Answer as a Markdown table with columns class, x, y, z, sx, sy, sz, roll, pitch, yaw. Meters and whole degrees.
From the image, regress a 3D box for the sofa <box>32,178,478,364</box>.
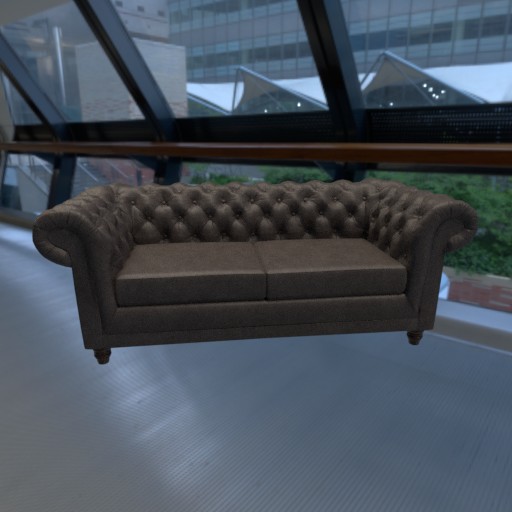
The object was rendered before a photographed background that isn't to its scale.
| class | x | y | z | sx | sy | sz | roll | pitch | yaw |
| --- | --- | --- | --- | --- | --- | --- | --- | --- | --- |
| sofa | 0.000 | 0.000 | 2.497 | 2.048 | 0.779 | 0.944 | -2 | 16 | -7 |
